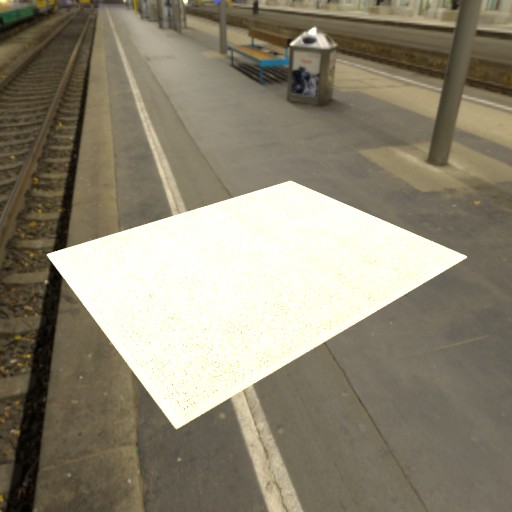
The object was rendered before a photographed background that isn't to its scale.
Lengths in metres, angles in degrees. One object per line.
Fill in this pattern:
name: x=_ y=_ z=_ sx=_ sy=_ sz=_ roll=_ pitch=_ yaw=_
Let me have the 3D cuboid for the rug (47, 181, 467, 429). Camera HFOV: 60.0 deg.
rug: x=0.000 y=0.000 z=4.112 sx=3.050 sy=0.015 sz=2.441 roll=-22 pitch=37 yaw=-32
